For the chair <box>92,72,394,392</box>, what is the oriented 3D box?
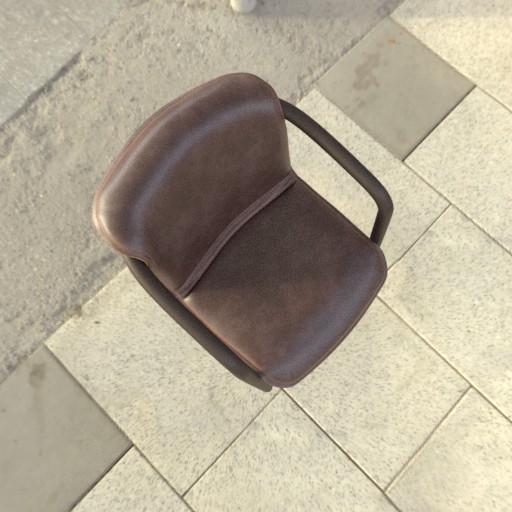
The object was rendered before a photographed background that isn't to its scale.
[{"bbox_3d":[0.000,0.000,1.254,0.664,0.836,0.536,41,80,9],"label":"chair"}]
